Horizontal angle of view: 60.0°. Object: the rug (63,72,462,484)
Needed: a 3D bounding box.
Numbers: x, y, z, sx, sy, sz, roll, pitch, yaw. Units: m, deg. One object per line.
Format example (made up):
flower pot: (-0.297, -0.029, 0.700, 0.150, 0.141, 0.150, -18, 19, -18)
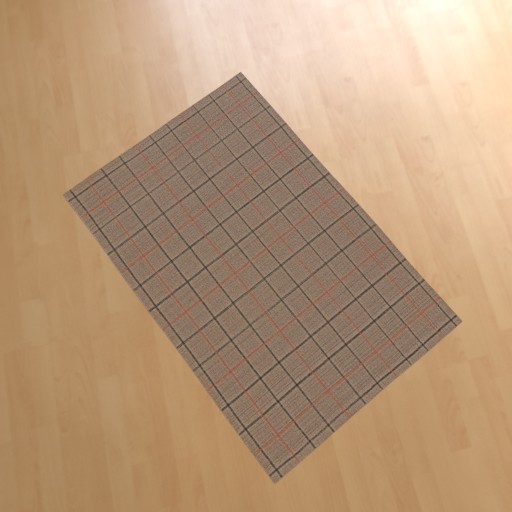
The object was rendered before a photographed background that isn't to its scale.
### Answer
rug: (0.000, 0.000, 2.319, 1.220, 0.013, 1.829, -38, 80, -8)
